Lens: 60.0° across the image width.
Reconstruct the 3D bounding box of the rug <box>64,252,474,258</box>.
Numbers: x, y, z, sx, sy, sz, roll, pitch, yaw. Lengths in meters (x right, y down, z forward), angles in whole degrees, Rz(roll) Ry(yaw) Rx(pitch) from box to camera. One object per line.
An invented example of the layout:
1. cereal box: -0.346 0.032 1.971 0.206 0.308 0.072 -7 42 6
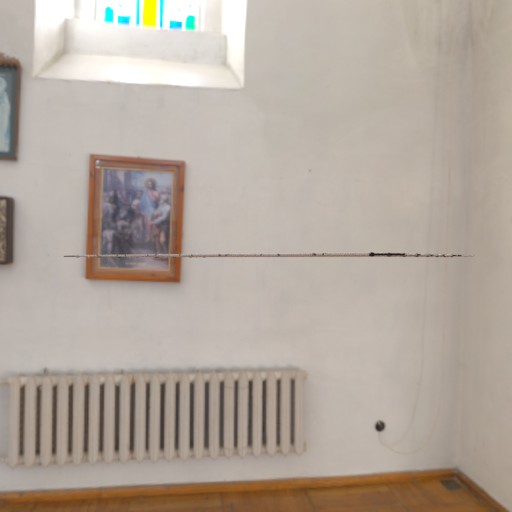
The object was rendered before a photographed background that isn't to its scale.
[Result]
1. rug: 0.000 0.000 3.337 2.755 0.021 1.524 0 0 37
